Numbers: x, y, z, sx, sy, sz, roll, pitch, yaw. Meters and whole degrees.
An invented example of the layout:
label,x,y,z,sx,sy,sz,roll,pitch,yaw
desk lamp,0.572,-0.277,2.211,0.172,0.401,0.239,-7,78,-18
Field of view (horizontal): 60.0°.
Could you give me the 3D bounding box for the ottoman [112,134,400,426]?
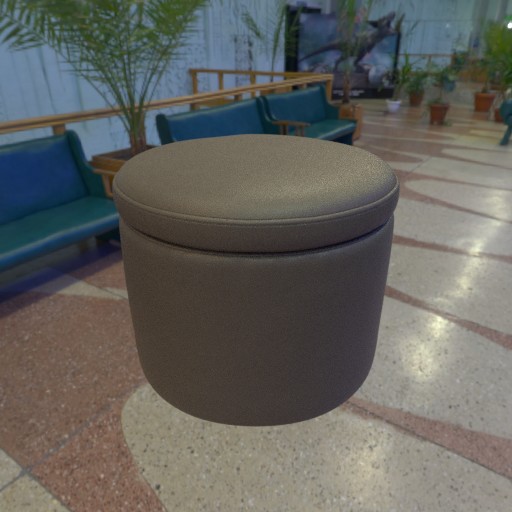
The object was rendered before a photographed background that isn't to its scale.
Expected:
label,x,y,z,sx,sy,sz,roll,pitch,yaw
ottoman,0.000,0.000,0.870,0.500,0.409,0.500,0,26,0
